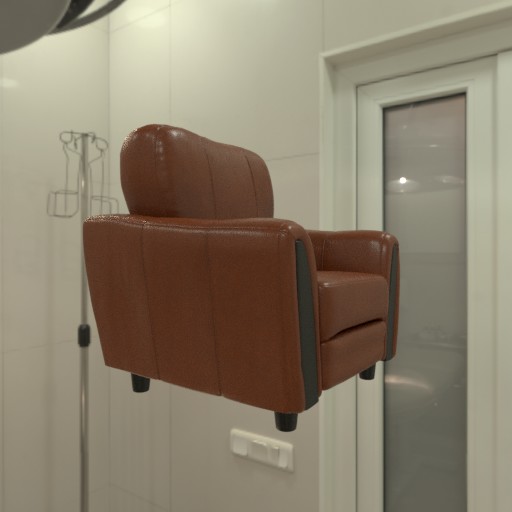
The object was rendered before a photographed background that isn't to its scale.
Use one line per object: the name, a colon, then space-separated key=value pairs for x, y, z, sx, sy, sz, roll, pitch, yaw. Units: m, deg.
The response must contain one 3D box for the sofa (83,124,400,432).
sofa: x=0.000 y=0.000 z=1.520 sx=0.789 sy=0.876 sz=0.836 roll=0 pitch=0 yaw=35
